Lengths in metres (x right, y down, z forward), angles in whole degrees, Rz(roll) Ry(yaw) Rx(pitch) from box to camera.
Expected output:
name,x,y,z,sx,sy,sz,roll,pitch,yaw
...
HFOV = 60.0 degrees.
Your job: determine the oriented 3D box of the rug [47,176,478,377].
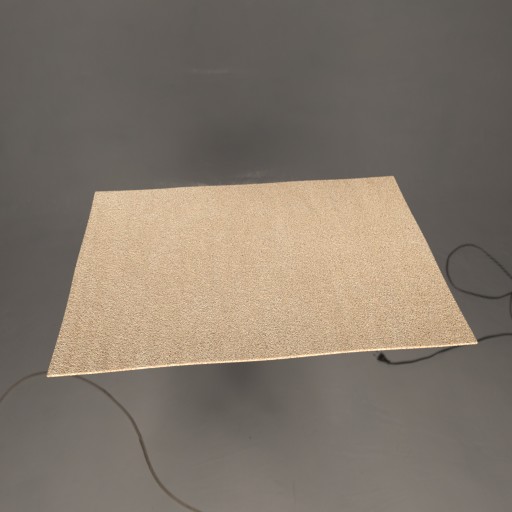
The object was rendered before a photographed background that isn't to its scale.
name,x,y,z,sx,sy,sz,roll,pitch,yaw
rug,0.000,0.000,3.389,2.699,0.025,1.800,-4,46,-3
